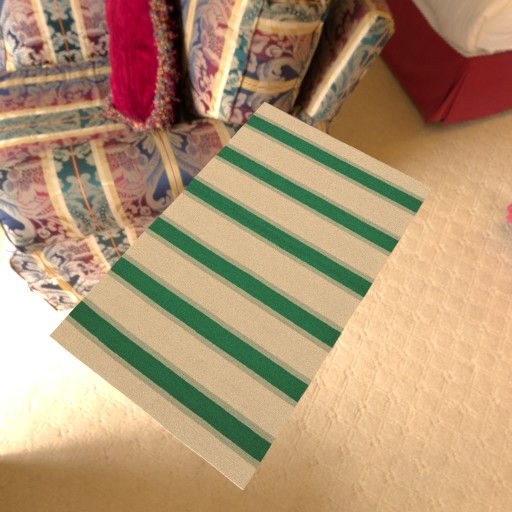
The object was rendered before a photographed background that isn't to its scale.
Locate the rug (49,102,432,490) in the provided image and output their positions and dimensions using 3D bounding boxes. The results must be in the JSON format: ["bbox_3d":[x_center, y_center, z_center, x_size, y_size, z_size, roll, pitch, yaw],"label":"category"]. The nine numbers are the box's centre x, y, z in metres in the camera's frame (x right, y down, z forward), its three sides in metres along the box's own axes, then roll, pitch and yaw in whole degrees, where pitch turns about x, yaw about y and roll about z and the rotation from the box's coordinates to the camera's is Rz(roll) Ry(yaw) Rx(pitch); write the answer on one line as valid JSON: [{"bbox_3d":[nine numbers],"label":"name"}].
[{"bbox_3d":[0.000,0.000,3.061,1.521,0.015,2.436,32,68,15],"label":"rug"}]
